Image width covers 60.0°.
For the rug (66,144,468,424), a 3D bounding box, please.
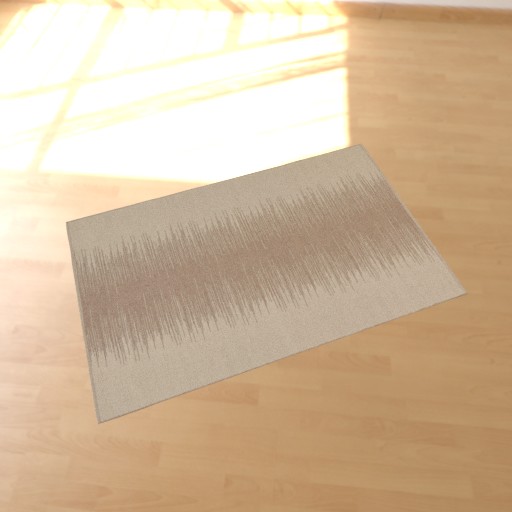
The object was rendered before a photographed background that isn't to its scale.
[{"bbox_3d":[0.000,0.000,3.102,2.440,0.012,1.522,-17,58,-11],"label":"rug"}]
